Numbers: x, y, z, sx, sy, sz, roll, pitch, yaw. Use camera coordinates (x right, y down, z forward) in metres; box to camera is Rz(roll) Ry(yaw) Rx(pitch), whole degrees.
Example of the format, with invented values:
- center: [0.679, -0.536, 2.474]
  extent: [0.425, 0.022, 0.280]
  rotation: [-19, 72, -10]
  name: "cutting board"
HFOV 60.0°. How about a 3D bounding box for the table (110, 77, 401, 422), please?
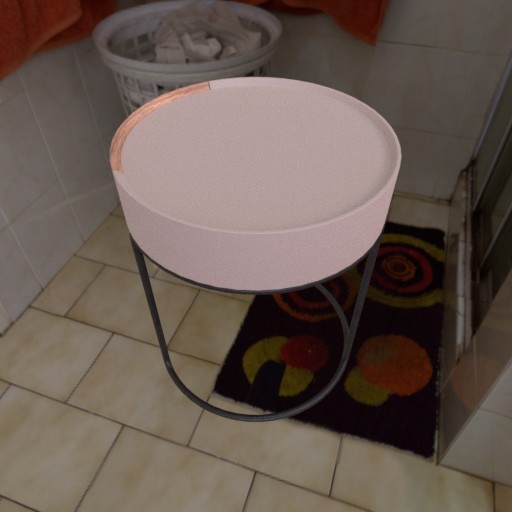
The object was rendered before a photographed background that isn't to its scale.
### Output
- center: [0.000, 0.000, 0.886]
  extent: [0.450, 0.530, 0.450]
  rotation: [0, 45, 0]
  name: "table"
